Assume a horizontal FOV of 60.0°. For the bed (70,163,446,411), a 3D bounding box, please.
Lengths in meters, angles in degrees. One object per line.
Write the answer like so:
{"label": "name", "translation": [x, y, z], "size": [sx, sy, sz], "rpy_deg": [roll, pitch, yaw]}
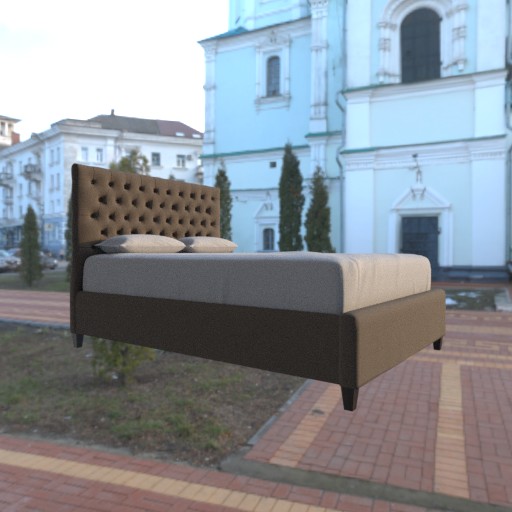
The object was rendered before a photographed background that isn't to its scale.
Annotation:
{"label": "bed", "translation": [0.000, 0.000, 3.414], "size": [2.387, 1.427, 1.698], "rpy_deg": [1, 1, 36]}
